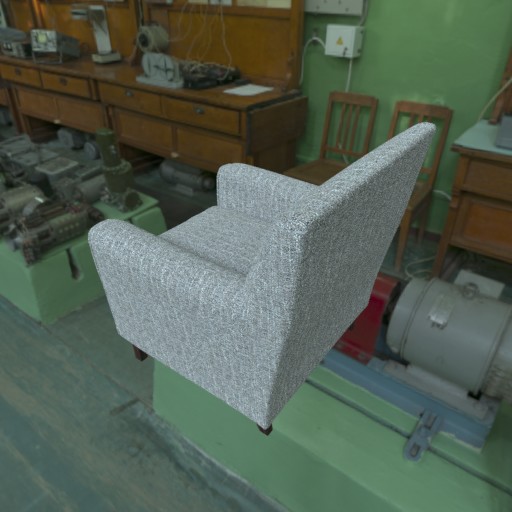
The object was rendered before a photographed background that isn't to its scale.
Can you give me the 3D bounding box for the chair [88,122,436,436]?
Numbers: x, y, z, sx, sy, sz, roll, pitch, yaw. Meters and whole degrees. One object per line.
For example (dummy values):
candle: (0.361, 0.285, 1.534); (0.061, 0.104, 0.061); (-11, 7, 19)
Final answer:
chair: (0.000, 0.000, 1.639); (0.873, 0.928, 0.864); (21, 38, 30)
